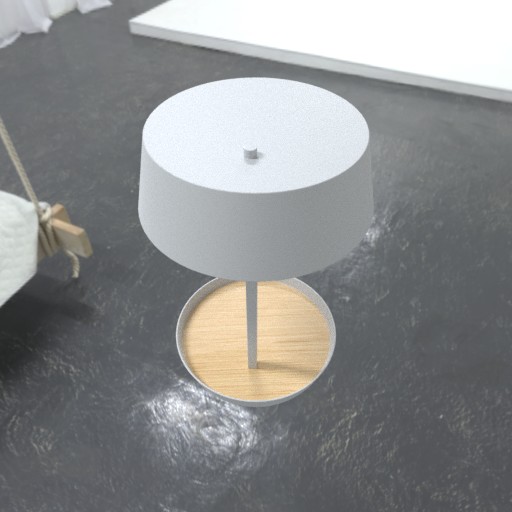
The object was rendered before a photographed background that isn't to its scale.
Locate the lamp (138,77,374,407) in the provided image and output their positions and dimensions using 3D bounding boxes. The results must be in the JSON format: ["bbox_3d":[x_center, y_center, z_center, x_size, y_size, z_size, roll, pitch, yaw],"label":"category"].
[{"bbox_3d":[0.000,0.000,0.634,0.291,0.429,0.291,0,45,0],"label":"lamp"}]
